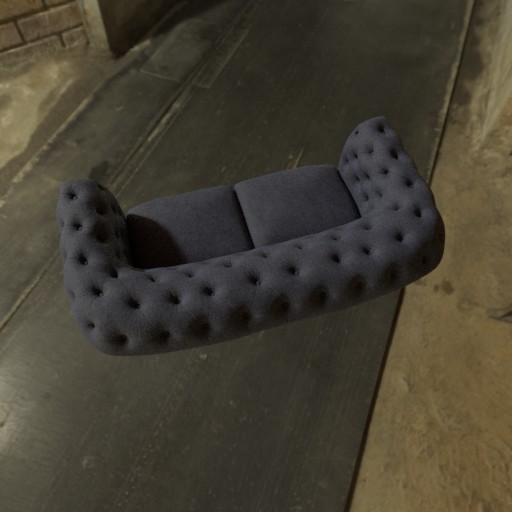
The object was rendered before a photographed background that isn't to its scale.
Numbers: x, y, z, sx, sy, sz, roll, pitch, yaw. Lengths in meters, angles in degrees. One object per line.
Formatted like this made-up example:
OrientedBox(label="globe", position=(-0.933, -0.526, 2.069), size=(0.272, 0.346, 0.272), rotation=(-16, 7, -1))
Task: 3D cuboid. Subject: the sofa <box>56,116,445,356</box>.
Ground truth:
OrientedBox(label="sofa", position=(0.000, 0.000, 2.556), size=(1.988, 0.833, 1.082), rotation=(-14, 59, -8))
